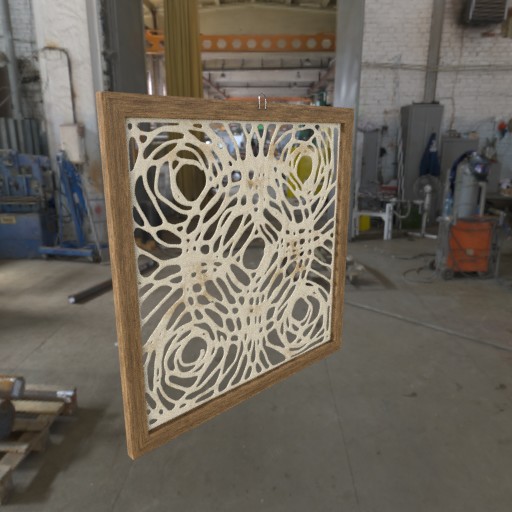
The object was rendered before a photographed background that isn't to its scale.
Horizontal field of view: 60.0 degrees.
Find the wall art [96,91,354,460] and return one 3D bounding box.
[{"bbox_3d":[0.000,0.000,0.831,0.561,0.576,0.021,-14,21,-42],"label":"wall art"}]
